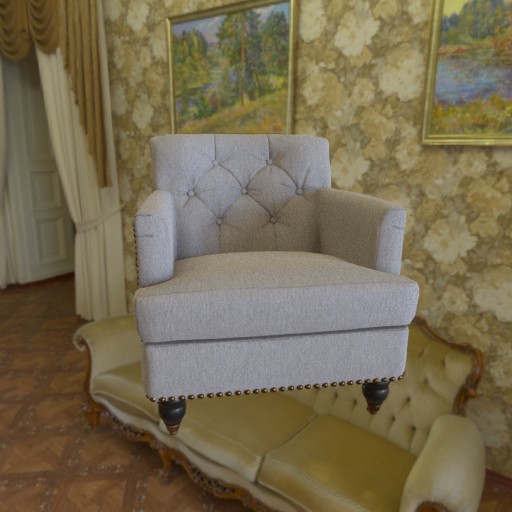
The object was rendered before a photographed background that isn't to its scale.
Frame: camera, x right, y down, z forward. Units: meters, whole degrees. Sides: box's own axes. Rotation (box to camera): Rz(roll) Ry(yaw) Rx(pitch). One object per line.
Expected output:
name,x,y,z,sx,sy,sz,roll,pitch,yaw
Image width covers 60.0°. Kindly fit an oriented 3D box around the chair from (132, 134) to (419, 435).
chair,0.000,0.000,1.504,0.737,0.823,0.902,-2,14,-9
